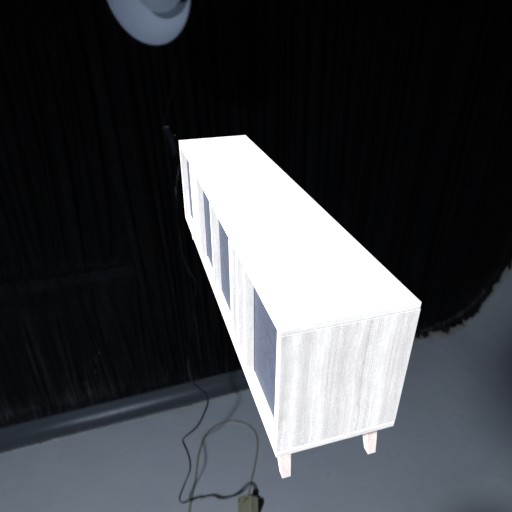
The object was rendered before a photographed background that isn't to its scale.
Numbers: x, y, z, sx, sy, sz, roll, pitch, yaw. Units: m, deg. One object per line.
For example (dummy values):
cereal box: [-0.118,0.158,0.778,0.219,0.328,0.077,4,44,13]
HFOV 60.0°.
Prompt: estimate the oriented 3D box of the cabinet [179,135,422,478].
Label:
cabinet: [0.000,0.000,2.512,0.499,0.779,2.198,-8,31,-14]
